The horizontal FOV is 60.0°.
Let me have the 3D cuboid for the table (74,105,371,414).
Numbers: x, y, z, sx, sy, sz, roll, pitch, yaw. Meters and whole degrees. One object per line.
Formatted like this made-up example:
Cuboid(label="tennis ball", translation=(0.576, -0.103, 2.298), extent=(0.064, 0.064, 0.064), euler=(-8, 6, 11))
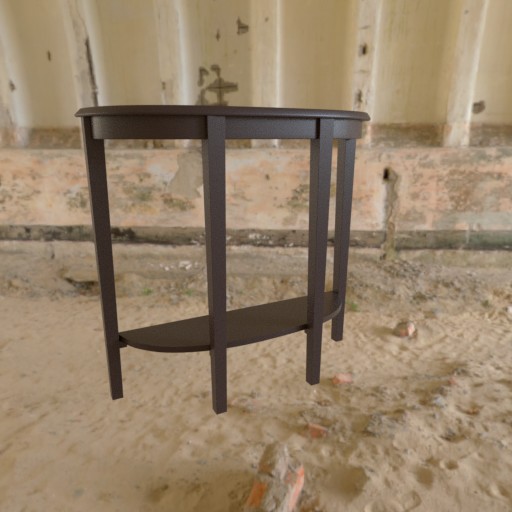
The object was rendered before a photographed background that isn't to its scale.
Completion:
Cuboid(label="table", translation=(0.000, 0.000, 1.328), extent=(0.909, 0.831, 0.274), euler=(-8, 17, -27))
